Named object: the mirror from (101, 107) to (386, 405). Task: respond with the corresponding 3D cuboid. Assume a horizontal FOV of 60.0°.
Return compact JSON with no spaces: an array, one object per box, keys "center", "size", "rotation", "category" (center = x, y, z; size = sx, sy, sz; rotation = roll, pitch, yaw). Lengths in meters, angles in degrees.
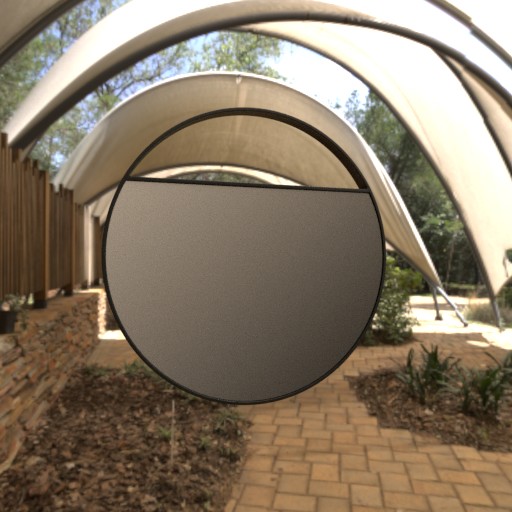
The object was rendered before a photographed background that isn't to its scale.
[{"center":[0.000,0.000,0.859],"size":[0.565,0.565,0.032],"rotation":[0,0,-18],"category":"mirror"}]
